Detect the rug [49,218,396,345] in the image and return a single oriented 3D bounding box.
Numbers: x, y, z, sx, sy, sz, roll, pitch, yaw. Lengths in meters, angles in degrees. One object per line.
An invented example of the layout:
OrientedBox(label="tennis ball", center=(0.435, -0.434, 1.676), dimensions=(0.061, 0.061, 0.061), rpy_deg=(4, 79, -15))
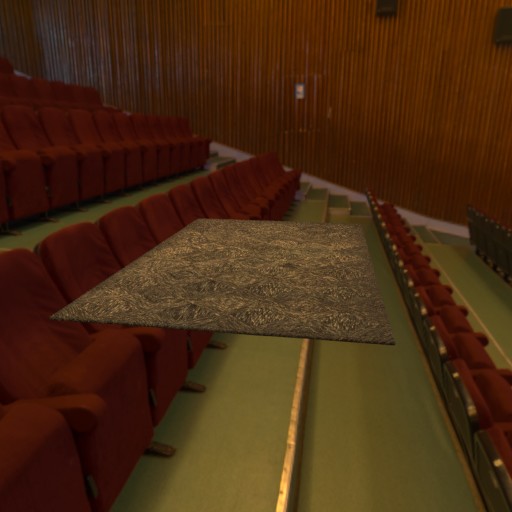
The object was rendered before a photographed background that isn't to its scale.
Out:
OrientedBox(label="rug", center=(0.000, 0.000, 2.243), dimensions=(1.139, 0.010, 1.754), rpy_deg=(3, 16, 9))
